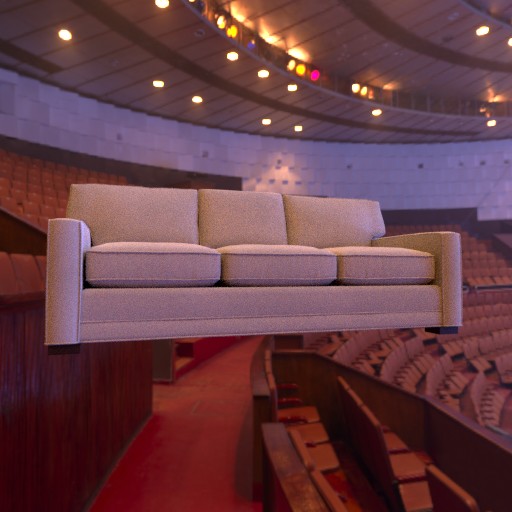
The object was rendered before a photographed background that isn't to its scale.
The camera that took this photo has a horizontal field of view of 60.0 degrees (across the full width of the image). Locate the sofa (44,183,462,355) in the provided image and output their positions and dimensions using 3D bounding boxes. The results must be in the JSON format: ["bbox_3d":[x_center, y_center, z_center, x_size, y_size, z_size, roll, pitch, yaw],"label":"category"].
[{"bbox_3d":[0.000,0.000,2.547,2.088,0.862,0.935,1,-2,-18],"label":"sofa"}]
